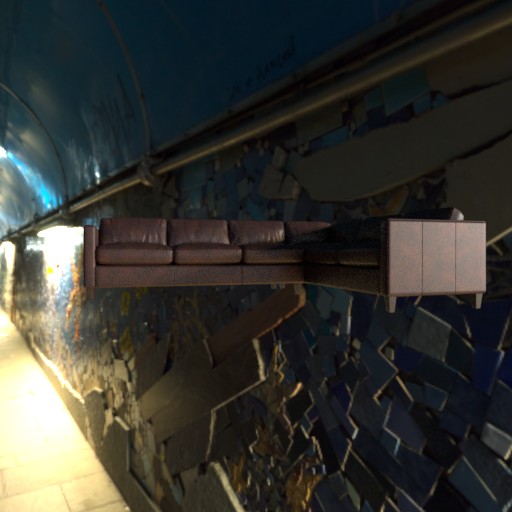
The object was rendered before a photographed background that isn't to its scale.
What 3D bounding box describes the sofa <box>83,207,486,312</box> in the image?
[{"bbox_3d":[0.000,0.000,4.266,3.152,0.836,2.438,0,1,-17],"label":"sofa"}]
